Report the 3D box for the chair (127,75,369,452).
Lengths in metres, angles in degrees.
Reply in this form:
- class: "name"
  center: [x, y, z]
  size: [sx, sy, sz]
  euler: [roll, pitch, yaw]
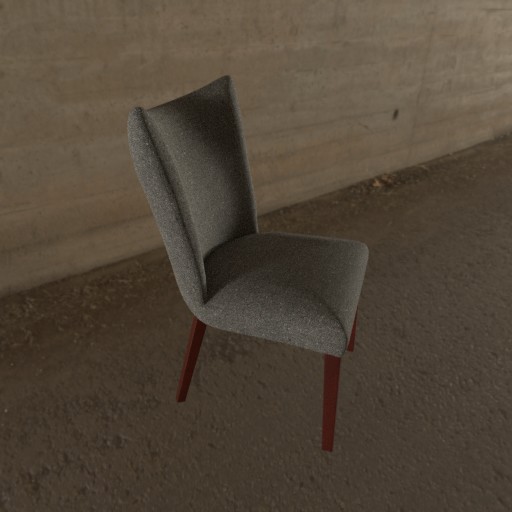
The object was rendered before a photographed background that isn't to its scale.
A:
- class: "chair"
  center: [0.000, 0.000, 1.311]
  size: [0.623, 0.924, 0.535]
  euler: [9, 31, 16]
